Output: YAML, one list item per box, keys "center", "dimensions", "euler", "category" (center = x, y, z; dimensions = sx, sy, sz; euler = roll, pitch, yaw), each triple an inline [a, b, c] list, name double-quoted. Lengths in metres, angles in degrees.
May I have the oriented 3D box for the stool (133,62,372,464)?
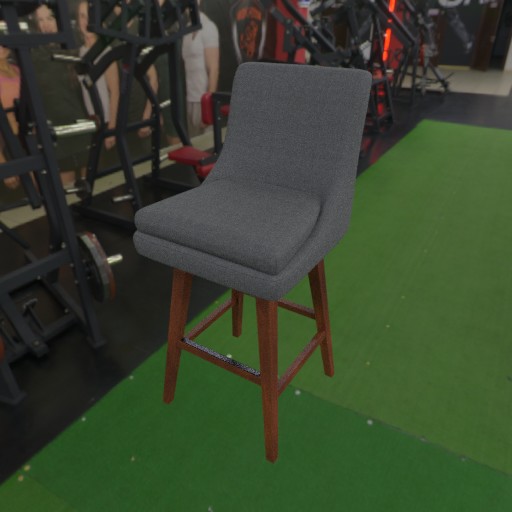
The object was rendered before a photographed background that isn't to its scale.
- center: [0.000, 0.000, 1.278]
  dimensions: [0.447, 0.977, 0.524]
  euler: [17, 34, 28]
  category: "stool"
